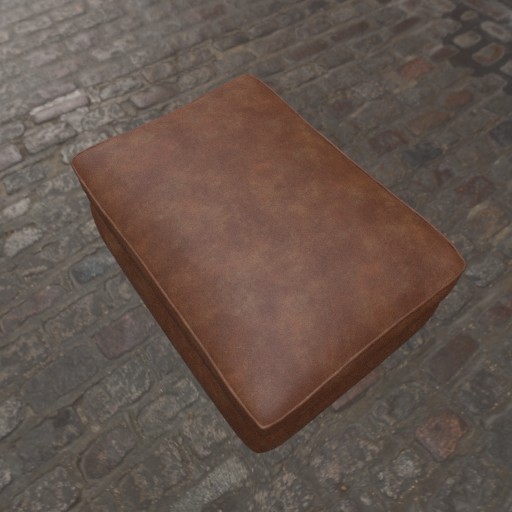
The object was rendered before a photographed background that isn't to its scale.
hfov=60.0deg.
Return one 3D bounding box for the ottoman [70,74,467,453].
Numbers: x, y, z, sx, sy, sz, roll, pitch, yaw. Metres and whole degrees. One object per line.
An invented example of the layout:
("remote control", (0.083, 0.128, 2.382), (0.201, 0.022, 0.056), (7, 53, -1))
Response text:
("ottoman", (0.000, 0.000, 0.970), (0.501, 0.418, 0.665), (-33, 64, -18))
